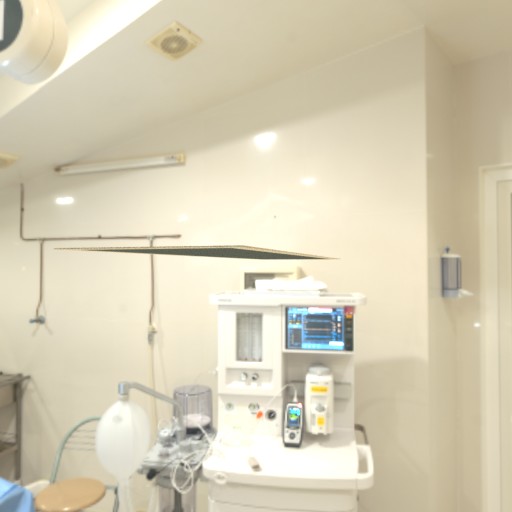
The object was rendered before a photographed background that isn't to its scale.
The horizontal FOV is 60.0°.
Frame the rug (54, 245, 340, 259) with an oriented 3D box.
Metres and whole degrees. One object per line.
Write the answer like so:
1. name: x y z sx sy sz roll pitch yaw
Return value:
1. rug: 0.000 0.000 2.575 0.688 0.005 2.437 0 -1 17
